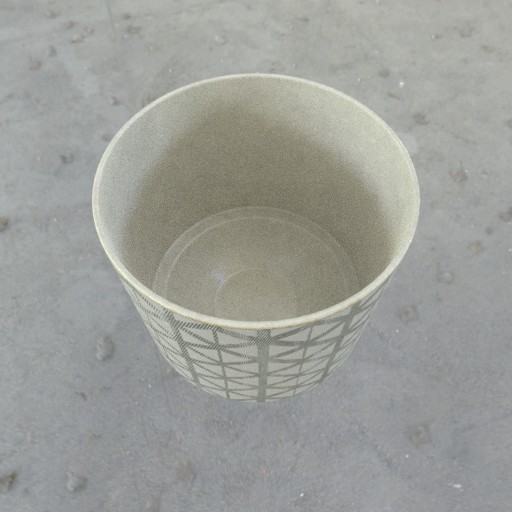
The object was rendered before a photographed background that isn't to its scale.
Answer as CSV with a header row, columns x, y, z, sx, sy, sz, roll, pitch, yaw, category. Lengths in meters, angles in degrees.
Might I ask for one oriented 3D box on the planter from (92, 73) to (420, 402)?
x,y,z,sx,sy,sz,roll,pitch,yaw,category
0.000,0.000,0.445,0.250,0.239,0.250,0,59,0,planter
